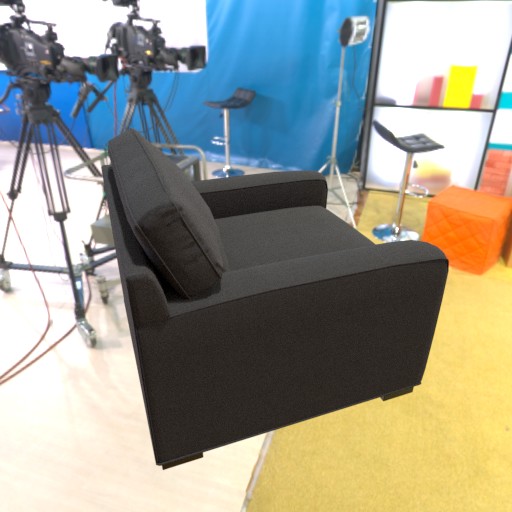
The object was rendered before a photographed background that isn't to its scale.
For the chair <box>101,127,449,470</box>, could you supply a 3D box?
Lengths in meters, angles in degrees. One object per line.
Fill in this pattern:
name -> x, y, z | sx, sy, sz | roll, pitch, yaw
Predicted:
chair -> 0.000, 0.000, 1.775 | 1.043, 0.913, 0.997 | -10, 30, -18
